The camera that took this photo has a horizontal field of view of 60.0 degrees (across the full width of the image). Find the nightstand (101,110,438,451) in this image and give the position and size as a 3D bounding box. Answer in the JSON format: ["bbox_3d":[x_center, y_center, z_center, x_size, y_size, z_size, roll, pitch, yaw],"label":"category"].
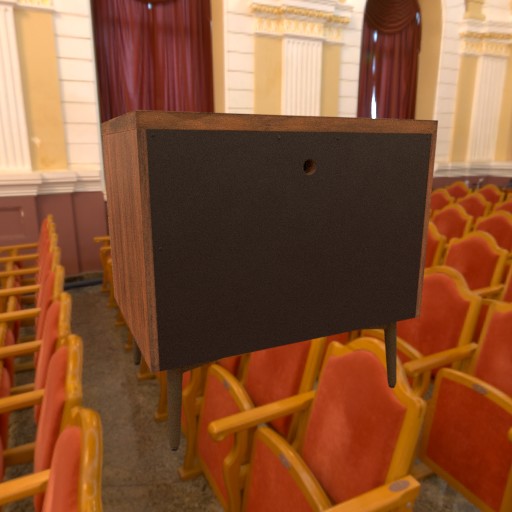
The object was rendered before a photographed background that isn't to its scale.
[{"bbox_3d":[0.000,0.000,1.055,0.610,0.610,0.458,-6,15,-24],"label":"nightstand"}]
